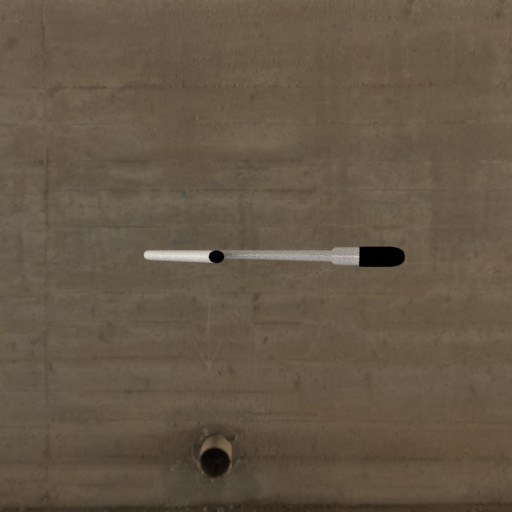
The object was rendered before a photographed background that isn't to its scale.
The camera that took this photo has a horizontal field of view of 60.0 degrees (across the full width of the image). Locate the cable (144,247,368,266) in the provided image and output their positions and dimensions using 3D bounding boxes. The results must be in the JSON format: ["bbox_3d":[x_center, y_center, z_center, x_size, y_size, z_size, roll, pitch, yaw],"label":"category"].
[{"bbox_3d":[0.000,0.000,0.113,0.041,0.005,0.098,-1,1,-35],"label":"cable"}]
